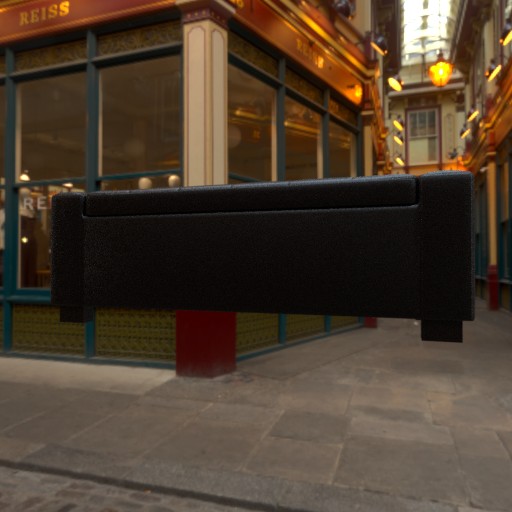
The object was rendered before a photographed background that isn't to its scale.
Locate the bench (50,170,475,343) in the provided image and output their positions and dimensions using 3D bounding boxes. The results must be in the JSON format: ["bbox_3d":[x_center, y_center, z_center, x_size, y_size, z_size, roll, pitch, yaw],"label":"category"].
[{"bbox_3d":[0.000,0.000,1.524,1.296,0.445,0.508,0,-1,18],"label":"bench"}]
